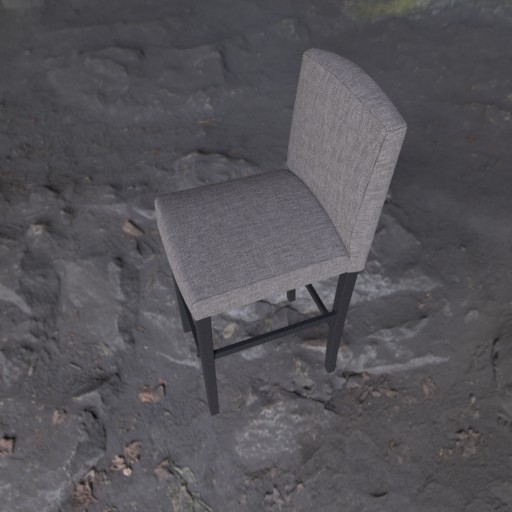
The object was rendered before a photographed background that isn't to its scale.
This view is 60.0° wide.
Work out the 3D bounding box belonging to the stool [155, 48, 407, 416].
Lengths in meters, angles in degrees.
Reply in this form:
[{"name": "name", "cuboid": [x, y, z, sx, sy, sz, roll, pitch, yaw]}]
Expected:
[{"name": "stool", "cuboid": [0.000, 0.000, 1.423, 0.552, 1.138, 0.451, -16, 49, -14]}]
